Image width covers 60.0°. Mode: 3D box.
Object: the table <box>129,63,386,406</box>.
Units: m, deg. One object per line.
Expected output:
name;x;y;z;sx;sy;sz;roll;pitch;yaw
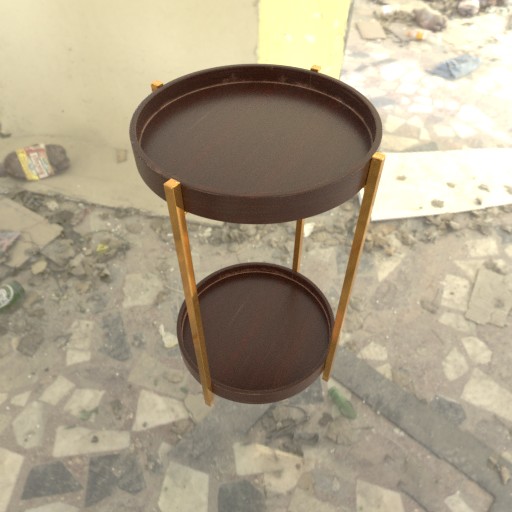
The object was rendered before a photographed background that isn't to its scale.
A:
table;0.000;0.000;0.877;0.400;0.610;0.400;25;52;22
